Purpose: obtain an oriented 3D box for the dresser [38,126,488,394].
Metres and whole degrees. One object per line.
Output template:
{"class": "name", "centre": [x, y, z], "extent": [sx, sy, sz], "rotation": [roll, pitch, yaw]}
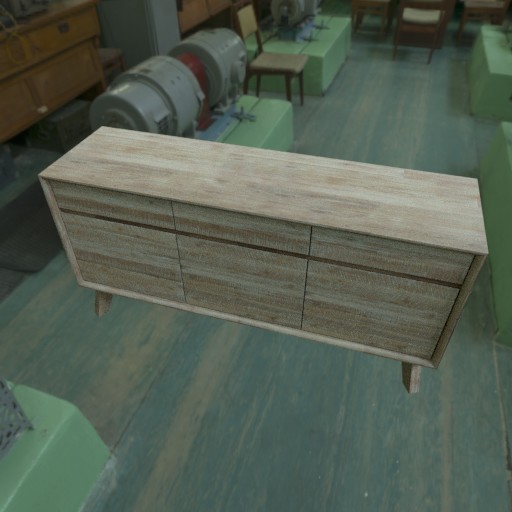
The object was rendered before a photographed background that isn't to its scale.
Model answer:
{"class": "dresser", "centre": [0.000, 0.000, 1.934], "extent": [1.602, 0.788, 0.455], "rotation": [11, 42, 13]}
